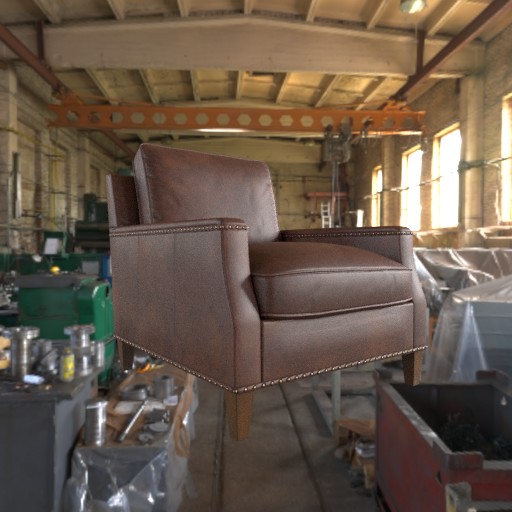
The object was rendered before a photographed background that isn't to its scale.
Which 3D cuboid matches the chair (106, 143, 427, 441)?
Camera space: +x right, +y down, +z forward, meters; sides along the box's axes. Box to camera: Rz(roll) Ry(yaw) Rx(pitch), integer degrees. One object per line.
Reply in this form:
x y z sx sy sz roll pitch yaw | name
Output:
0.000 0.000 1.732 0.853 0.929 1.014 -1 1 -37 | chair
